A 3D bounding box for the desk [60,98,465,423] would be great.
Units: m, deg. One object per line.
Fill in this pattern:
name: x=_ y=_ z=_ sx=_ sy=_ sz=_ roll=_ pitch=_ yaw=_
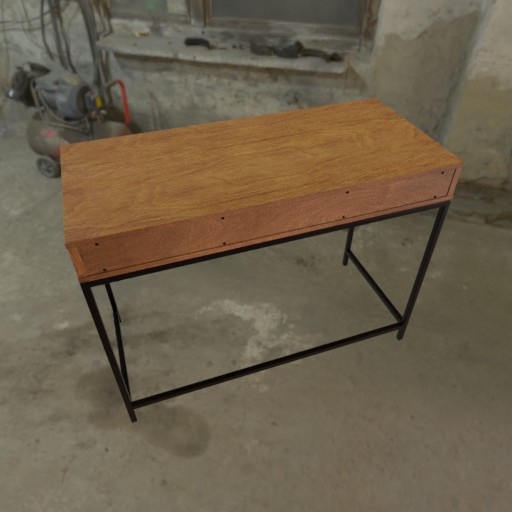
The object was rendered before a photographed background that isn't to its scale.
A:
desk: x=0.000 y=0.000 z=1.474 sx=1.016 sy=0.762 sz=0.470 roll=-13 pitch=43 yaw=-14
